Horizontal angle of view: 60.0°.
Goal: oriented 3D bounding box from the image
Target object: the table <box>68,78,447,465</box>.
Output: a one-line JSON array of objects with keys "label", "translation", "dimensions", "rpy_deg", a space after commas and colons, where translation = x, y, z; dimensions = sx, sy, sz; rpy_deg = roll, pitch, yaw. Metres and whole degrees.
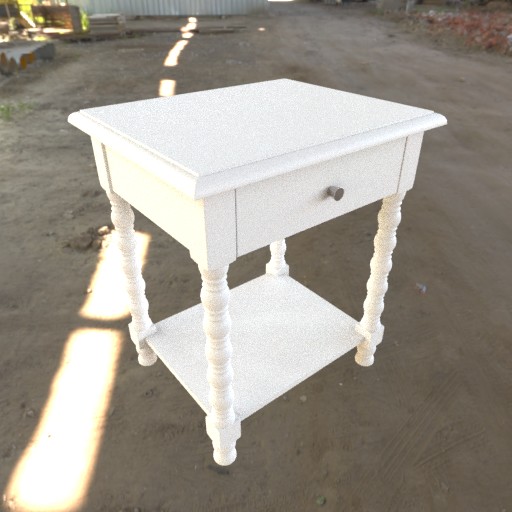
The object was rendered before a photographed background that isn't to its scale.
[{"label": "table", "translation": [0.000, 0.000, 0.827], "dimensions": [0.460, 0.531, 0.381], "rpy_deg": [-23, 38, -32]}]
